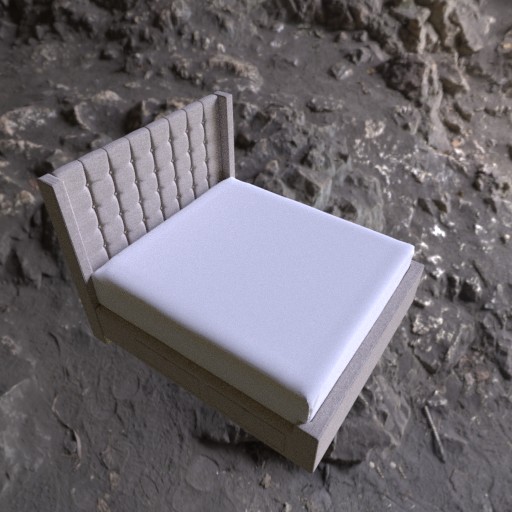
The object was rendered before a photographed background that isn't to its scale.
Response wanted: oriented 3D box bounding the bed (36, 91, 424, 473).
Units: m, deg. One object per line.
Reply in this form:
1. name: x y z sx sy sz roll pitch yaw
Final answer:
1. bed: 0.000 0.000 3.790 2.372 1.748 2.044 24 46 26
